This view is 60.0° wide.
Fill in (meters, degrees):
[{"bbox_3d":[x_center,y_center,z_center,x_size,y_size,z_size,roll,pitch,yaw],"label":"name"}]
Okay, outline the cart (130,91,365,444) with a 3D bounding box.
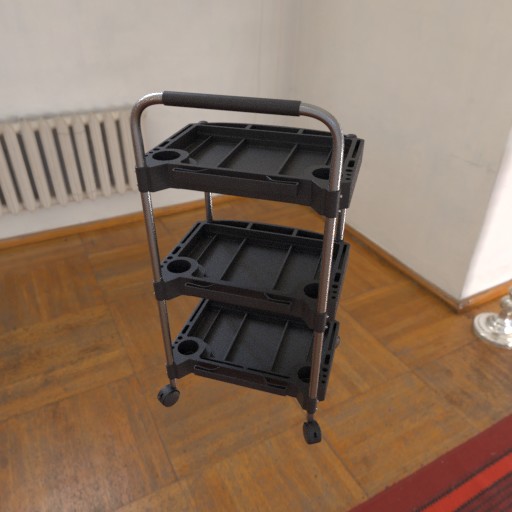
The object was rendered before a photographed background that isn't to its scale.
[{"bbox_3d":[0.000,0.000,1.414,0.584,1.075,0.518,9,34,14],"label":"cart"}]
